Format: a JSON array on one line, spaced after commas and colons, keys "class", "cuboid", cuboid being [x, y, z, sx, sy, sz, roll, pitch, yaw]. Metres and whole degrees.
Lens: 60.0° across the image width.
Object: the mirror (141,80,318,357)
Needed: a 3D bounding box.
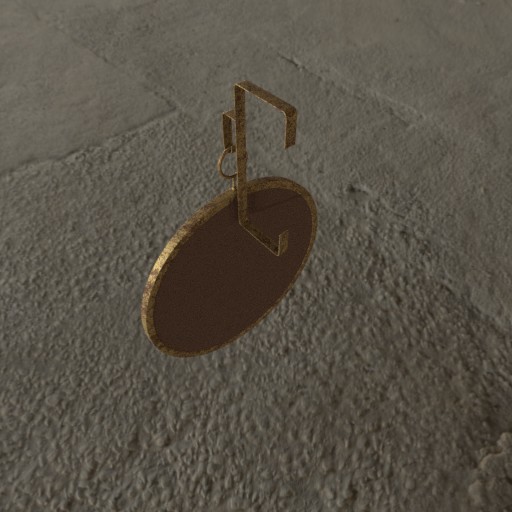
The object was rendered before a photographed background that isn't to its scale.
[{"class": "mirror", "cuboid": [0.000, 0.000, 0.832, 0.447, 0.651, 0.144, -31, 54, -26]}]
